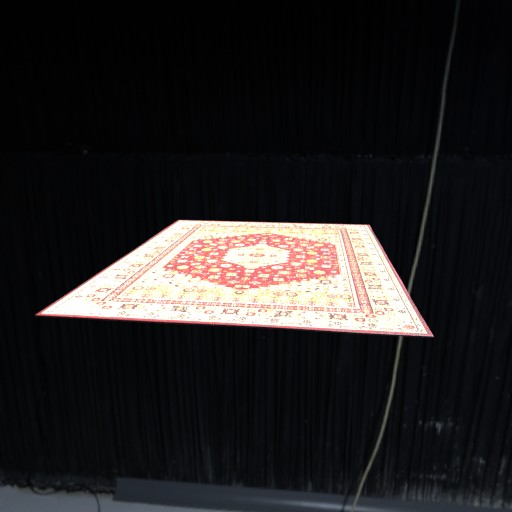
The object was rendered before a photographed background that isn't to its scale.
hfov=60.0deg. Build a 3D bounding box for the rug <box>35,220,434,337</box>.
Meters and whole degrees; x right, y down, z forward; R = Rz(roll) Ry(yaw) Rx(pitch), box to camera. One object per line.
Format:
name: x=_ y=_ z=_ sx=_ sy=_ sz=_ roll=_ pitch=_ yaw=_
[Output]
rug: x=0.000 y=0.000 z=4.069 sx=2.387 sy=0.013 sz=3.053 roll=2 pitch=16 yaw=7
